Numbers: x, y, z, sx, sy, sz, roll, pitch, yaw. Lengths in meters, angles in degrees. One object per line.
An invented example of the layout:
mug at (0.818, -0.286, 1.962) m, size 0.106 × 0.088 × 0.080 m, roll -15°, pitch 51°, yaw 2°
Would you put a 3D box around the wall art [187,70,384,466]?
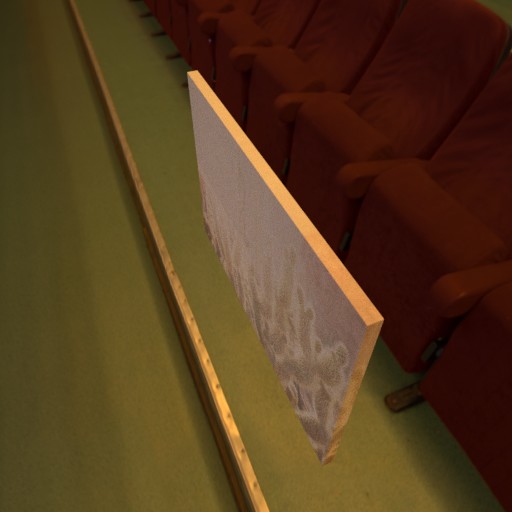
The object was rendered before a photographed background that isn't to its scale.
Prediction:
wall art at (0.000, 0.000, 1.455) m, size 0.041 × 0.758 × 1.142 m, roll -17°, pitch 49°, yaw -15°
